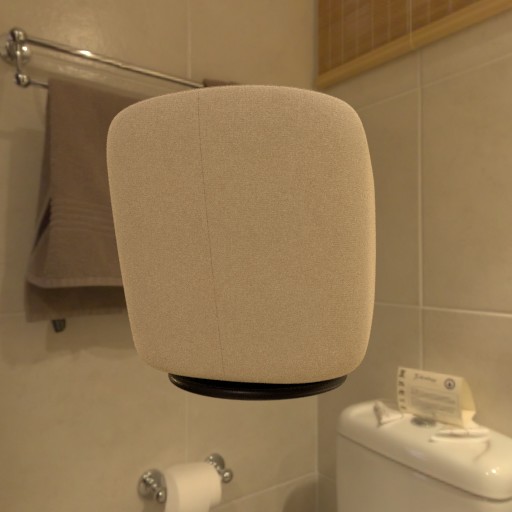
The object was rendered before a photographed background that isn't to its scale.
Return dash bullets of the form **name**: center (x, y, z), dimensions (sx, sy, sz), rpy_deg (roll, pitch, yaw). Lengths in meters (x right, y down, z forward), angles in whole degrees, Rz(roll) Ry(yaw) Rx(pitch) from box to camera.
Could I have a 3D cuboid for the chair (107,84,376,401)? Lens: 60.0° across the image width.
- **chair**: center (0.000, 0.000, 1.596), dimensions (0.822, 0.861, 0.986), rpy_deg (0, -1, 17)
